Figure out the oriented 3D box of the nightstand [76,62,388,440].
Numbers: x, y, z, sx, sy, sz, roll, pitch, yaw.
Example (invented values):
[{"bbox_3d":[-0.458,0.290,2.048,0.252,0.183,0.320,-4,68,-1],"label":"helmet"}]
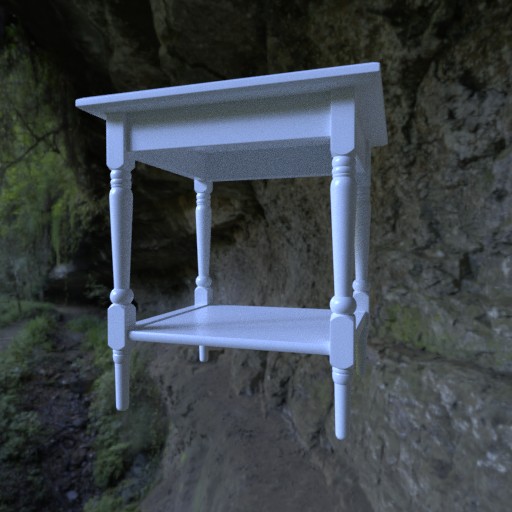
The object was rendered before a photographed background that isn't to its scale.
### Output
[{"bbox_3d":[0.000,0.000,0.910,0.505,0.555,0.459,0,1,18],"label":"nightstand"}]
